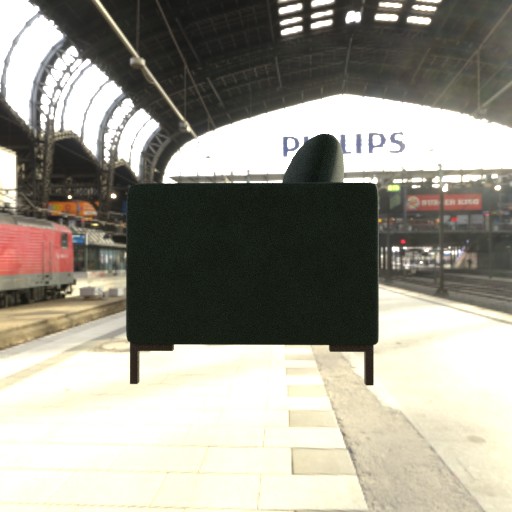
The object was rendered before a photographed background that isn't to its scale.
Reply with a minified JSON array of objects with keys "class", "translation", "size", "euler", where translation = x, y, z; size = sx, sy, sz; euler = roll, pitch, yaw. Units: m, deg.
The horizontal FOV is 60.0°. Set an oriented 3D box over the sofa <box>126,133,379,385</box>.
[{"class":"sofa","translation":[0.000,0.000,2.556],"size":[0.859,0.870,2.218],"euler":[0,-1,1]}]
